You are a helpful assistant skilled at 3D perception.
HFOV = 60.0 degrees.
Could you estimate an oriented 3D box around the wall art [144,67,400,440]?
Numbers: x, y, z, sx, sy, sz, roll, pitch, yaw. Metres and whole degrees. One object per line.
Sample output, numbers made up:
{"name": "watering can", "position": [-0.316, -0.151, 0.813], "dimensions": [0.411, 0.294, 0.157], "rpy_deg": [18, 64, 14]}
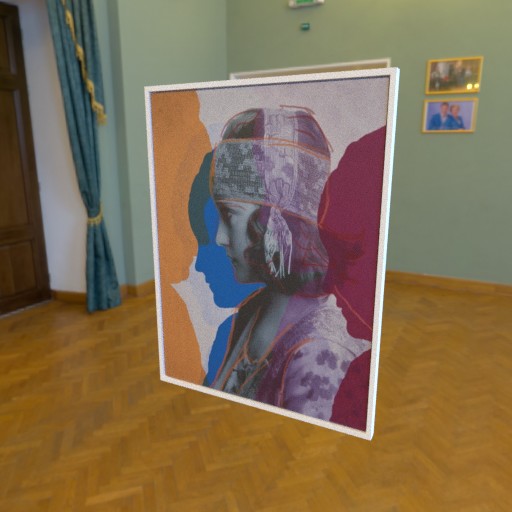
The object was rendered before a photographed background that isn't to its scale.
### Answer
{"name": "wall art", "position": [0.000, 0.000, 1.402], "dimensions": [0.795, 1.050, 0.039], "rpy_deg": [7, 15, 26]}
